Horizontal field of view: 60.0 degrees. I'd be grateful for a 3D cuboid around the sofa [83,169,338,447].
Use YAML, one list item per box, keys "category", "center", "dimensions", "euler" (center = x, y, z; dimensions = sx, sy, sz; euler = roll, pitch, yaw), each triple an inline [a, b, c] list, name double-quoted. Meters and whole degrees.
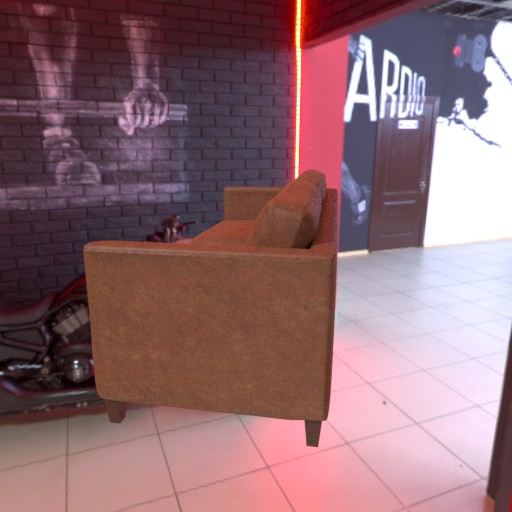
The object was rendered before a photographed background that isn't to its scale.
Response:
- category: "sofa"
  center: [0.000, 0.000, 2.653]
  dimensions: [0.950, 0.932, 2.204]
  euler: [3, 15, 10]
